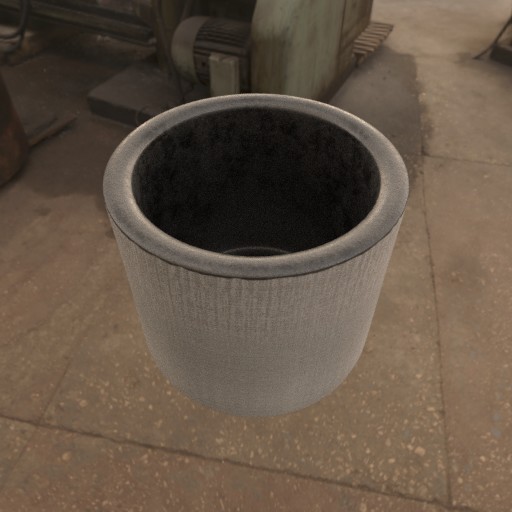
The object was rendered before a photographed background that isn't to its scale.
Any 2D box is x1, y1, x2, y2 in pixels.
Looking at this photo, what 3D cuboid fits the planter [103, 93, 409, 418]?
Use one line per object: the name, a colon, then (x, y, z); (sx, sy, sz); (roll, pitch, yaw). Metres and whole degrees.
planter: (0.000, 0.000, 0.222); (0.125, 0.112, 0.125); (0, 47, 0)
